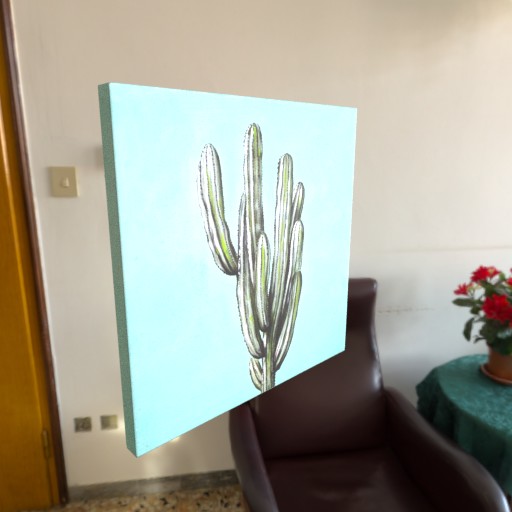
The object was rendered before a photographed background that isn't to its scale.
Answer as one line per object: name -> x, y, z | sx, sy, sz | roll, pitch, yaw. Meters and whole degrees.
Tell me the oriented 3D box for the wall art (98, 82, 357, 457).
wall art -> 0.000, 0.000, 1.142 | 0.765, 0.766, 0.054 | -13, 19, -42
